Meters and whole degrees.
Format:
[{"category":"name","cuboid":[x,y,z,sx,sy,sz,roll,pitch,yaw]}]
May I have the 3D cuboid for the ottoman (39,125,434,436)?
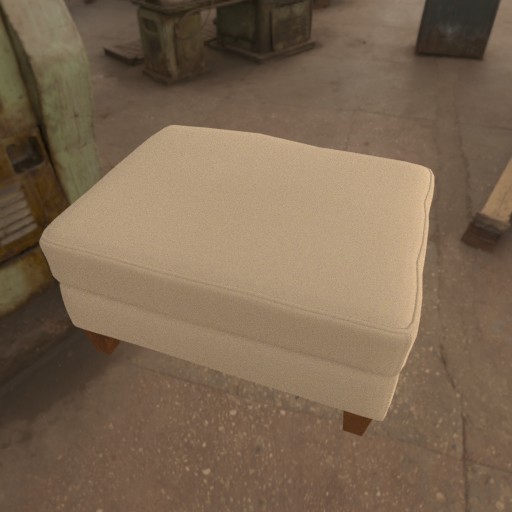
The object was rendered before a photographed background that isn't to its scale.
[{"category":"ottoman","cuboid":[0.000,0.000,1.198,0.818,0.485,0.634,13,43,15]}]
